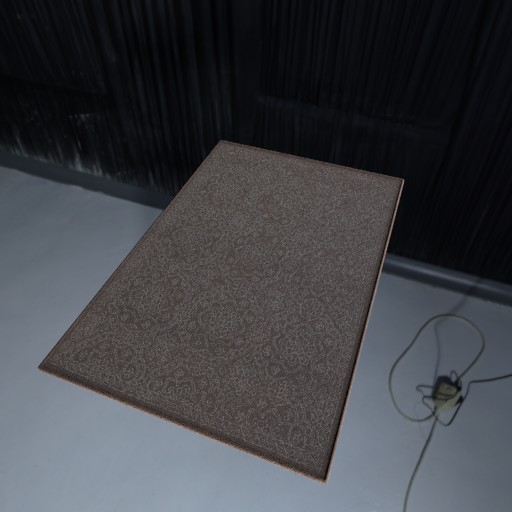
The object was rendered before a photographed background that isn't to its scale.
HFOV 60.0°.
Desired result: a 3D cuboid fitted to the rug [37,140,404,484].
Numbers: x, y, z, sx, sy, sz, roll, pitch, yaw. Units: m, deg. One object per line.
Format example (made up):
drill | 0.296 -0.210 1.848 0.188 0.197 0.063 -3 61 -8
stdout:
rug | 0.000 0.000 2.806 1.524 0.011 2.286 16 49 14
